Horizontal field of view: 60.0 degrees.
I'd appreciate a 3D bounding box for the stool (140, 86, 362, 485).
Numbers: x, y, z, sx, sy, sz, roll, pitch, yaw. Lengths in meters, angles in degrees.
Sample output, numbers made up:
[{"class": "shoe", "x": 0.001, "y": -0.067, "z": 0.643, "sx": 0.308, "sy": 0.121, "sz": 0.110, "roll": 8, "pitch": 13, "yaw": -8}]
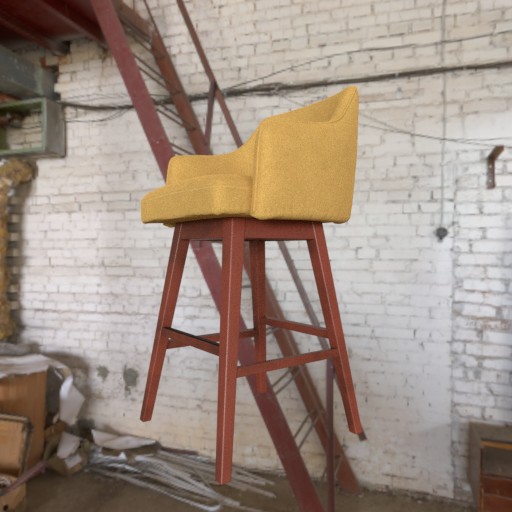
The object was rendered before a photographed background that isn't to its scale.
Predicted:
[{"class": "stool", "x": 0.000, "y": 0.000, "z": 1.331, "sx": 0.558, "sy": 1.012, "sz": 0.548, "roll": -1, "pitch": 1, "yaw": -37}]
